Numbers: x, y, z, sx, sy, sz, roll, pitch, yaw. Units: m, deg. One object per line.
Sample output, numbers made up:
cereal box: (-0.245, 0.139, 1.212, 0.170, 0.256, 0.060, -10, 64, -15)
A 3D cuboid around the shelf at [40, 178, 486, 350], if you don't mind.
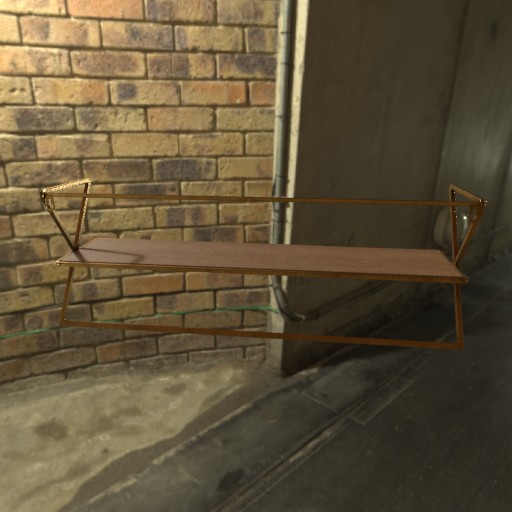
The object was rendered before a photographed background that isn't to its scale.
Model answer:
shelf: (0.000, 0.000, 0.738, 0.645, 0.229, 0.150, 2, 18, 7)
